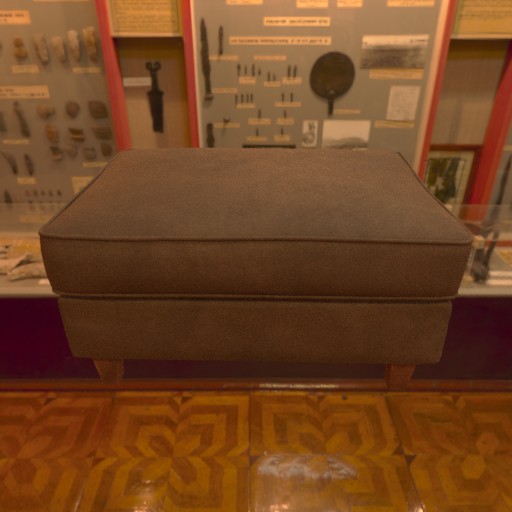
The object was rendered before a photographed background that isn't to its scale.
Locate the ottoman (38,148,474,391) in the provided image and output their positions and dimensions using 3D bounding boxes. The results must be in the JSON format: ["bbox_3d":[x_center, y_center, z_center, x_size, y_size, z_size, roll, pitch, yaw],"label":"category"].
[{"bbox_3d":[0.000,0.000,1.175,0.860,0.481,0.596,1,30,1],"label":"ottoman"}]
